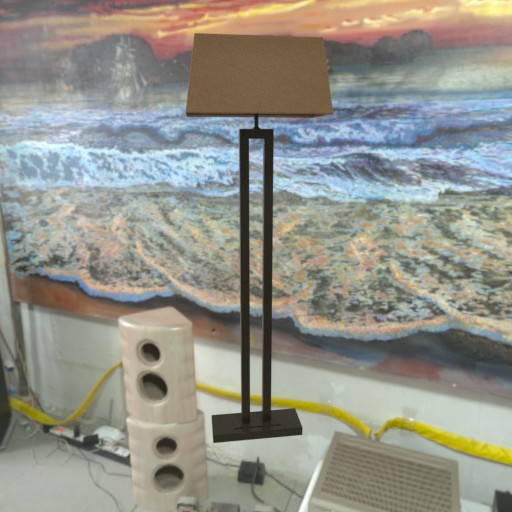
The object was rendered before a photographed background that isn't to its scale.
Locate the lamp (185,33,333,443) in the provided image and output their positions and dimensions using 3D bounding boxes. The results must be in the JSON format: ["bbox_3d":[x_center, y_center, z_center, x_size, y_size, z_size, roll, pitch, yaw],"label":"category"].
[{"bbox_3d":[0.000,0.000,1.643,0.475,1.469,0.233,-2,15,-8],"label":"lamp"}]
